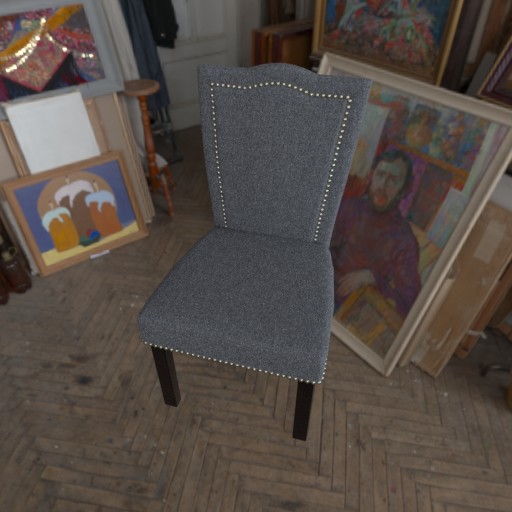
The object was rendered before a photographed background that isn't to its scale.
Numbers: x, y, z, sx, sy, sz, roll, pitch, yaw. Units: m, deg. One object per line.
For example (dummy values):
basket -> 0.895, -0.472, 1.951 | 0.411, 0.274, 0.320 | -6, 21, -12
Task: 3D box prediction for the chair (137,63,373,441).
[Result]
chair -> 0.000, 0.000, 1.312 | 0.518, 0.946, 0.589 | 10, 41, 12
